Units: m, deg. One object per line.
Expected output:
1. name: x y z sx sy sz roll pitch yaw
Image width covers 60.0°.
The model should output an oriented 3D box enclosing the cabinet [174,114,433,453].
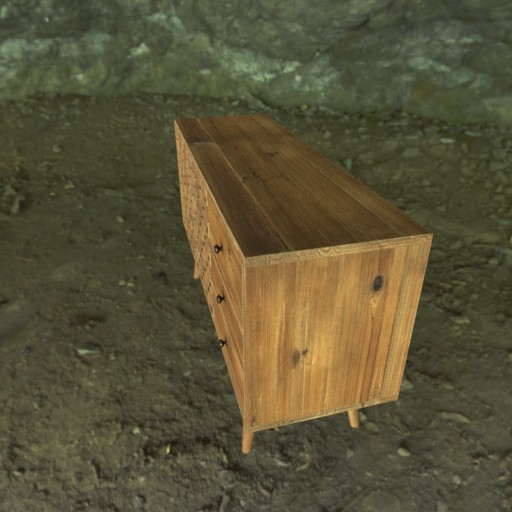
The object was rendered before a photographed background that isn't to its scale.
1. cabinet: 0.000 0.000 1.754 0.472 0.800 1.400 -7 30 -13
